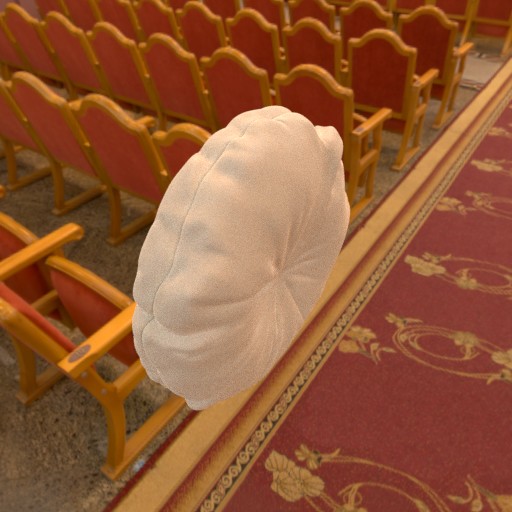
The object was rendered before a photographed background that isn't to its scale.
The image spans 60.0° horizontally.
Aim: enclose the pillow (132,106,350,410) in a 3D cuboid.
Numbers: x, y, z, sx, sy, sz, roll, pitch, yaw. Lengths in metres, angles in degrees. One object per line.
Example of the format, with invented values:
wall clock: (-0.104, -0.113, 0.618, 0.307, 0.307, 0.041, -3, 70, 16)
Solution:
pillow: (0.000, 0.000, 0.637, 0.148, 0.407, 0.428, 25, 47, 26)
